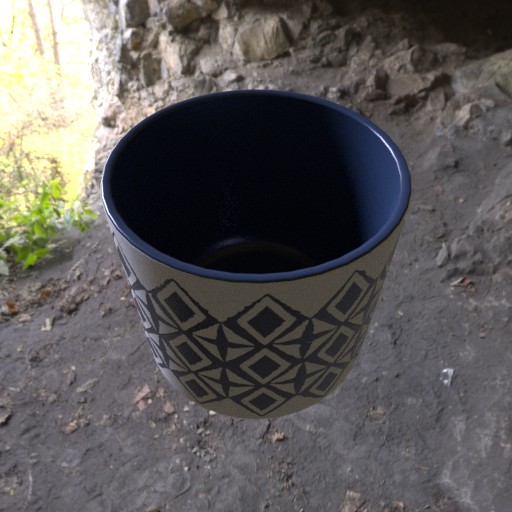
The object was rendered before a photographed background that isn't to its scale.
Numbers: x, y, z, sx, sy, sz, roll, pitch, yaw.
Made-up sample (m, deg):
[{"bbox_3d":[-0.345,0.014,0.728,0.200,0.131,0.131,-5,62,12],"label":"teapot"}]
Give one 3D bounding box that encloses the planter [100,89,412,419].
[{"bbox_3d":[0.000,0.000,0.324,0.182,0.165,0.182,0,48,0],"label":"planter"}]
